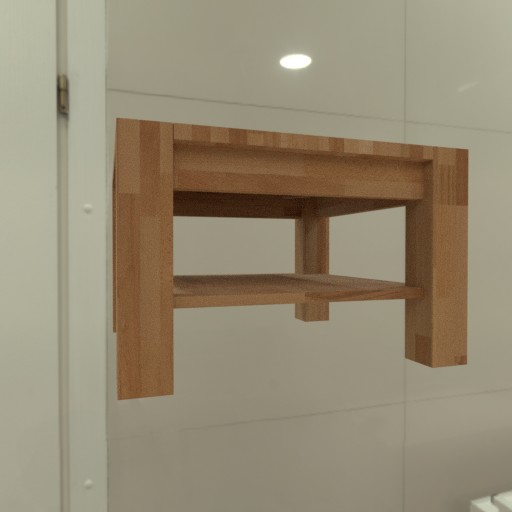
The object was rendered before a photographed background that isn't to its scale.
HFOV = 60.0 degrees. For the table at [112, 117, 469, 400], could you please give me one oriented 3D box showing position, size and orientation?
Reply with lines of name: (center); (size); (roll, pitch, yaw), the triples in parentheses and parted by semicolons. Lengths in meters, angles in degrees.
table: (0.000, 0.000, 1.146); (0.700, 0.451, 0.700); (0, 1, -19)
